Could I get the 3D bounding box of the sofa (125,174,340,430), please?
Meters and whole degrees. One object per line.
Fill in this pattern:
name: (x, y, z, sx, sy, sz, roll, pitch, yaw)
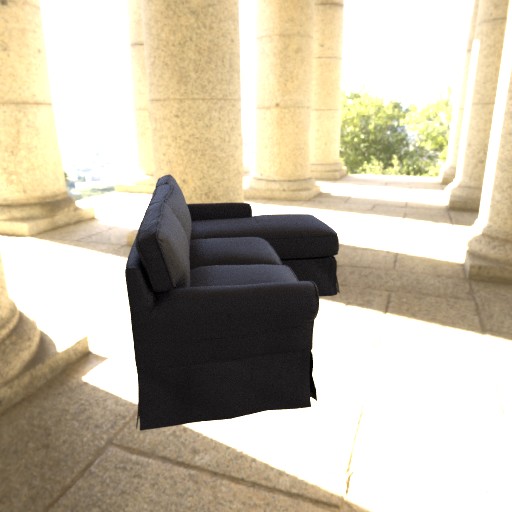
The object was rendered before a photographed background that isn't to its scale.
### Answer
sofa: (0.000, 0.000, 3.366, 1.637, 1.039, 2.518, -3, 17, -9)
